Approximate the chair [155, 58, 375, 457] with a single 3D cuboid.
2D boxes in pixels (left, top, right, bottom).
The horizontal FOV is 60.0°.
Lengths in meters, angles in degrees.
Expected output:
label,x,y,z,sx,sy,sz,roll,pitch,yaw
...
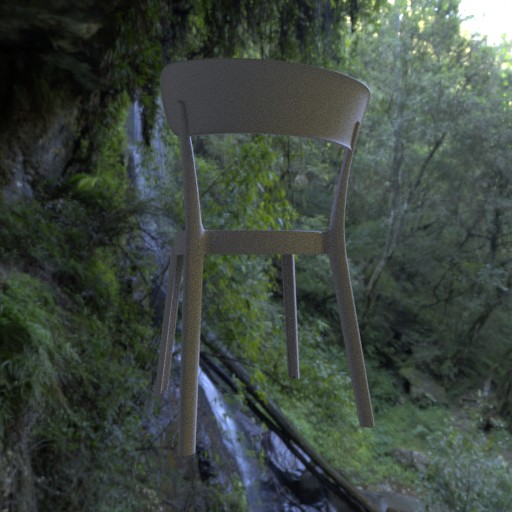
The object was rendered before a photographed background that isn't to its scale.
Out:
label,x,y,z,sx,sy,sz,roll,pitch,yaw
chair,0.000,0.000,1.125,0.506,0.790,0.491,0,1,-19
